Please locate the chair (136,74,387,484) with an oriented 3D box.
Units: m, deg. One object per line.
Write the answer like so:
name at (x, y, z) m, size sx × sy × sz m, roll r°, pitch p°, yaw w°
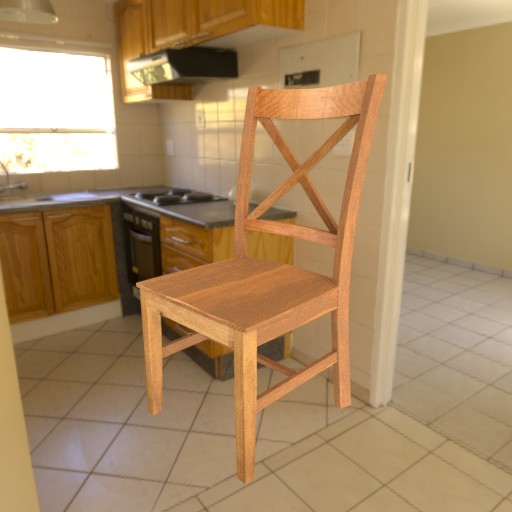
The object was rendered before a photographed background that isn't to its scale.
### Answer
chair at (0.000, 0.000, 1.286) m, size 0.485 × 0.983 × 0.542 m, roll 14°, pitch 21°, yaw 42°
